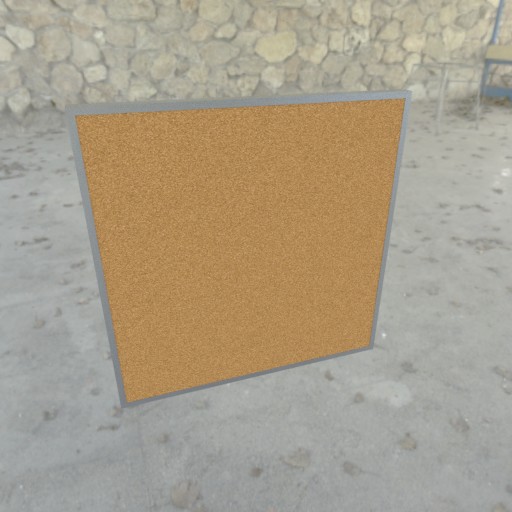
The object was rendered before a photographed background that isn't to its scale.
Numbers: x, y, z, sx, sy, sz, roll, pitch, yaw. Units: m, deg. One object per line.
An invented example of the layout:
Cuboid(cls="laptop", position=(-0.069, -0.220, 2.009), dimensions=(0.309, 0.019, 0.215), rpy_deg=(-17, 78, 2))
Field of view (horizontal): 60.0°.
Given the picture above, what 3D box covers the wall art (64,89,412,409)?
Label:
Cuboid(cls="wall art", position=(0.000, 0.000, 1.185), dimensions=(0.806, 0.806, 0.038), rpy_deg=(-9, 28, -17))
